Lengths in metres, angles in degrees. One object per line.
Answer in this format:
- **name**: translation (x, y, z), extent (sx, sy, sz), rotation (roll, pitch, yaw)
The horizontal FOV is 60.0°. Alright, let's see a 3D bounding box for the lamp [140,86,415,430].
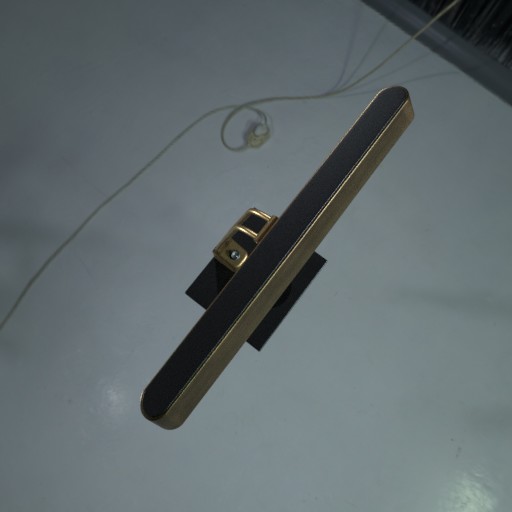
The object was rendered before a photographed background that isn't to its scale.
- **lamp**: translation (0.000, 0.000, 0.583), extent (0.156, 0.345, 0.412), rotation (37, 79, 8)
